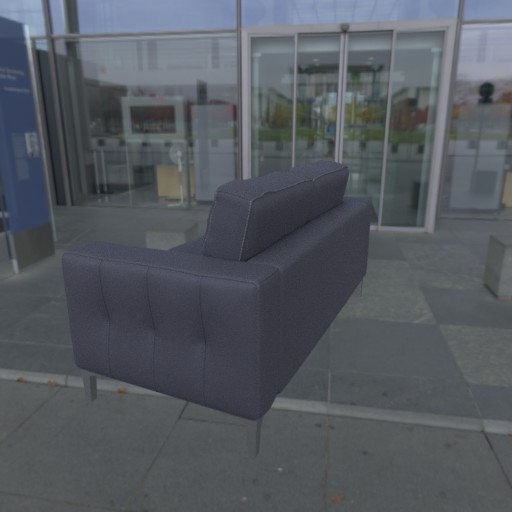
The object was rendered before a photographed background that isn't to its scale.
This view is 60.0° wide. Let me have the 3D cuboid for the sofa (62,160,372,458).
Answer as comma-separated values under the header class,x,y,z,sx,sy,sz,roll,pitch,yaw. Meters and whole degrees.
class,x,y,z,sx,sy,sz,roll,pitch,yaw
sofa,0.000,0.000,2.250,0.833,0.893,1.726,8,18,24
